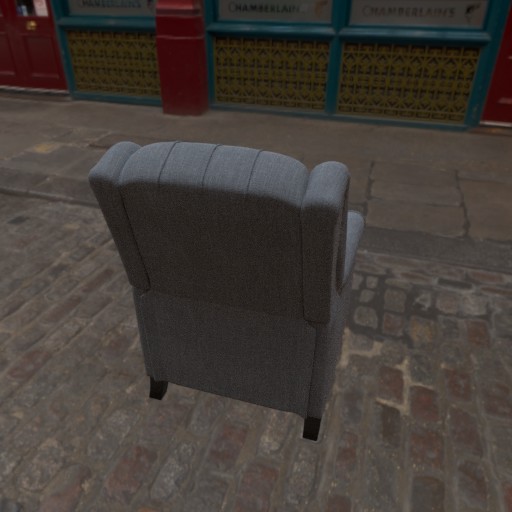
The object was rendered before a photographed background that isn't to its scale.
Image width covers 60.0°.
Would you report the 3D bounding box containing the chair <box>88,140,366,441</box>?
[{"bbox_3d":[0.000,0.000,1.671,0.742,1.035,0.898,9,32,15],"label":"chair"}]
